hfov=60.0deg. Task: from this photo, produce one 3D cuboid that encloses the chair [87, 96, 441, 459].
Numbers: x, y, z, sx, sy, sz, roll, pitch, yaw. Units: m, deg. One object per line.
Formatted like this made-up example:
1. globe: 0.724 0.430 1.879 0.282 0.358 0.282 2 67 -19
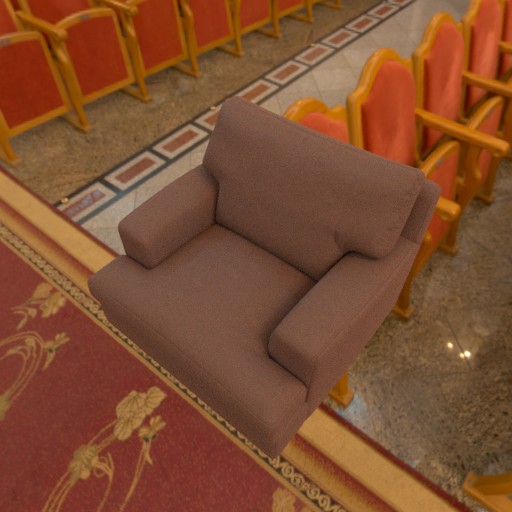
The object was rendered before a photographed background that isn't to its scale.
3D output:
1. chair: 0.000 0.000 2.020 1.168 0.940 1.143 31 54 26
